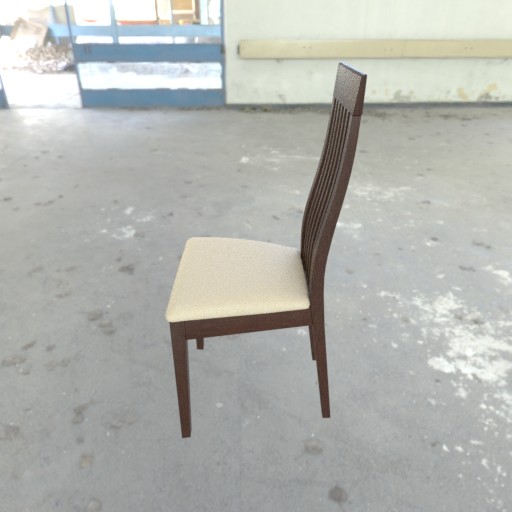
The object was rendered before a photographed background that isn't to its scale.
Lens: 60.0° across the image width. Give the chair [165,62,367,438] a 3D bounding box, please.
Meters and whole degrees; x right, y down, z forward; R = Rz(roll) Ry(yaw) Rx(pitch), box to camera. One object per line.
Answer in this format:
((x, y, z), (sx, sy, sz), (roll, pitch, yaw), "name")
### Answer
((0.000, 0.000, 1.306), (0.474, 1.027, 0.460), (0, 28, 0), "chair")
